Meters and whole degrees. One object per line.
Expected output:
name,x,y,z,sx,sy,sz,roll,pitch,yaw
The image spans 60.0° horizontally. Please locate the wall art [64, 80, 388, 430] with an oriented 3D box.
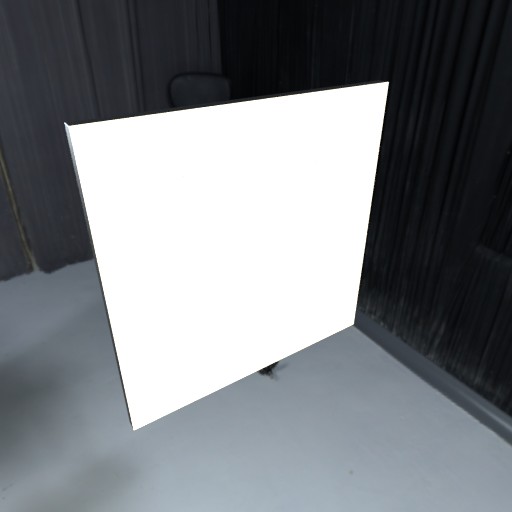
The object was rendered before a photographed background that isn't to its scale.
wall art,0.000,0.000,1.135,0.773,0.775,0.031,-19,35,-28
